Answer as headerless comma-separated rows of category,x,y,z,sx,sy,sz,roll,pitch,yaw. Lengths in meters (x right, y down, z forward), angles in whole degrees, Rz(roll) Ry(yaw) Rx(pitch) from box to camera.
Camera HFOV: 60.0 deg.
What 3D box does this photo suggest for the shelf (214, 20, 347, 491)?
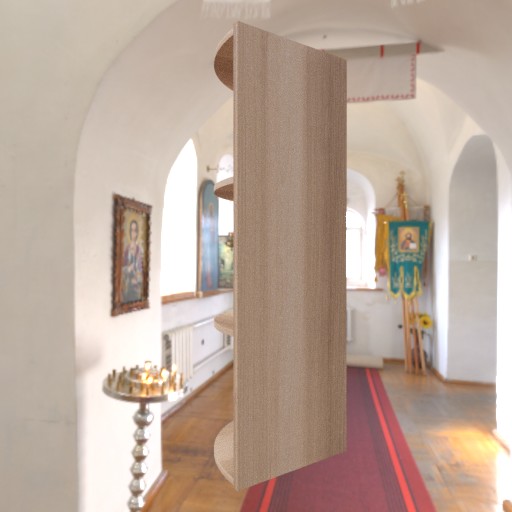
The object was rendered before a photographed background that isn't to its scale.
shelf,0.000,0.000,1.023,0.290,0.872,0.290,0,0,-35
